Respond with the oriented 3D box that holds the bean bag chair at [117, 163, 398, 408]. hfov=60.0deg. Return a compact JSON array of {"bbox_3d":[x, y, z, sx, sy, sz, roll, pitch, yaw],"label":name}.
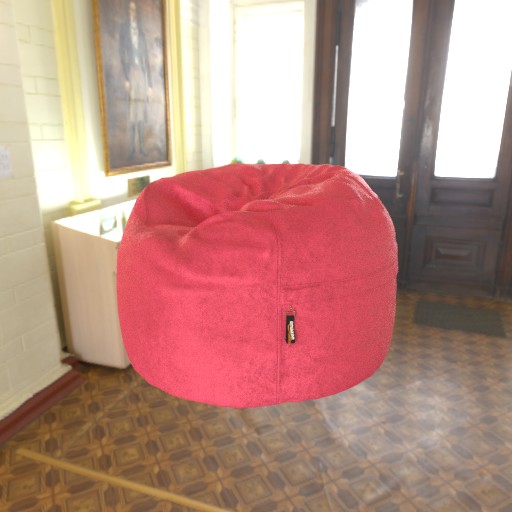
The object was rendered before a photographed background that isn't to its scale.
[{"bbox_3d":[0.000,0.000,1.989,1.218,0.788,1.218,0,16,0],"label":"bean bag chair"}]
